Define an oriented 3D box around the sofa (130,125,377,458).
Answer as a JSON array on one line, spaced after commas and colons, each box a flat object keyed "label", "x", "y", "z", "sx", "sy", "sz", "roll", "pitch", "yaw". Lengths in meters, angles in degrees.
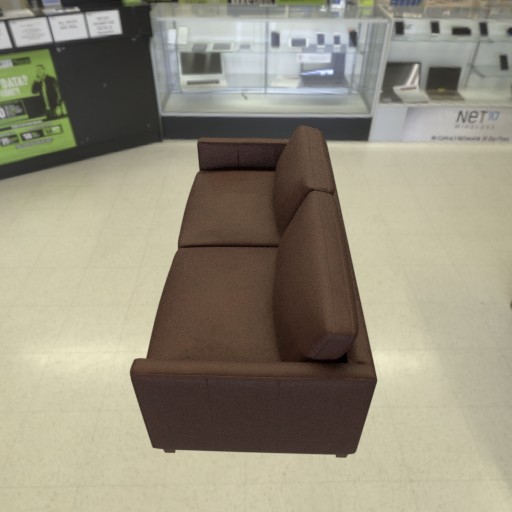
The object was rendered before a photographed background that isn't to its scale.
[{"label": "sofa", "x": 0.000, "y": 0.000, "z": 2.464, "sx": 0.923, "sy": 0.863, "sz": 1.971, "roll": 1, "pitch": 40, "yaw": 1}]
